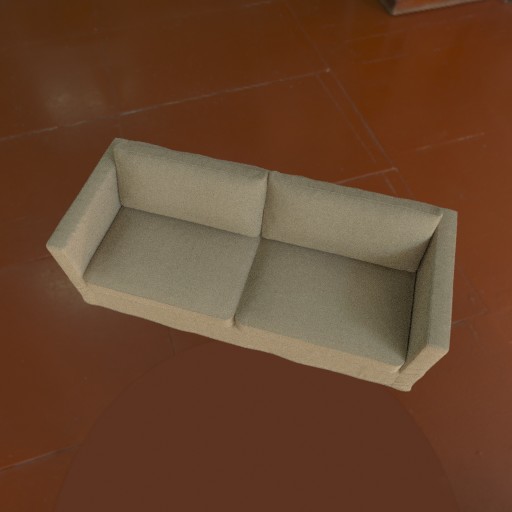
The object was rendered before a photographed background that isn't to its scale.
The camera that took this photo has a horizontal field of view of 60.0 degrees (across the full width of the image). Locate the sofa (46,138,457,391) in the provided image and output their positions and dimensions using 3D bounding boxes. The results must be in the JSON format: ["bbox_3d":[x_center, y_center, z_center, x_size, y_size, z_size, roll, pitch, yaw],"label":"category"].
[{"bbox_3d":[0.000,0.000,2.828,2.296,0.847,0.956,14,59,8],"label":"sofa"}]
